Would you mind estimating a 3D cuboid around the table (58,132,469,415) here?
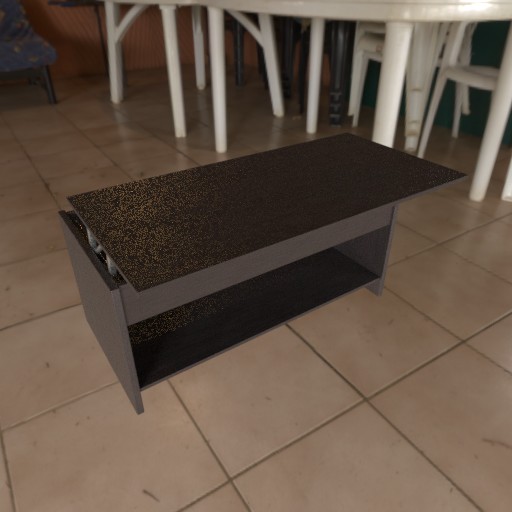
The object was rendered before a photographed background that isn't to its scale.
[{"bbox_3d":[0.000,0.000,1.439,1.000,0.570,0.712,-20,37,-28],"label":"table"}]
